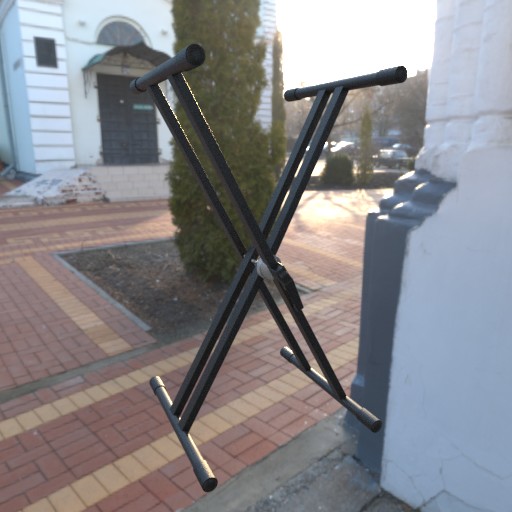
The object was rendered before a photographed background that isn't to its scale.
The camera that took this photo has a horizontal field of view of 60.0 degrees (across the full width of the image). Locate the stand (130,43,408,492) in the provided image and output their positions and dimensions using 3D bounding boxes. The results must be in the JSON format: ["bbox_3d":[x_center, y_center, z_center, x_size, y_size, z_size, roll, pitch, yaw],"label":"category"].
[{"bbox_3d":[0.000,0.000,1.168,0.503,0.900,0.495,-7,16,-26],"label":"stand"}]
